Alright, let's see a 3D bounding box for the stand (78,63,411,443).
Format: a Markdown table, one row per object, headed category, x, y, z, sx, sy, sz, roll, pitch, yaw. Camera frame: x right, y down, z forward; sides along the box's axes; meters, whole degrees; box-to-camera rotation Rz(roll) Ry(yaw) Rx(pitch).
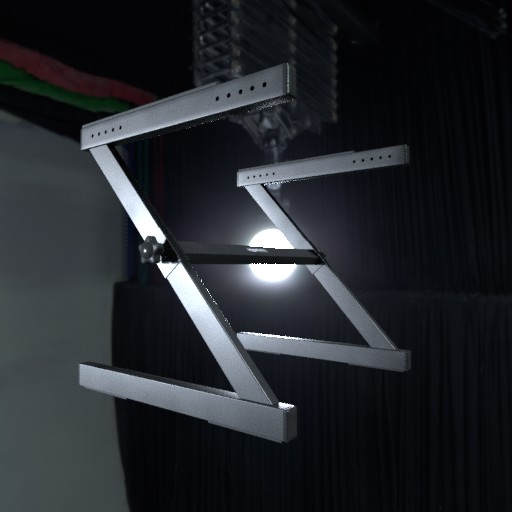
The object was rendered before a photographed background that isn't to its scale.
| category | x | y | z | sx | sy | sz | roll | pitch | yaw |
| --- | --- | --- | --- | --- | --- | --- | --- | --- | --- |
| stand | 0.000 | 0.000 | 1.128 | 0.586 | 0.617 | 0.700 | -1 | -2 | 36 |
